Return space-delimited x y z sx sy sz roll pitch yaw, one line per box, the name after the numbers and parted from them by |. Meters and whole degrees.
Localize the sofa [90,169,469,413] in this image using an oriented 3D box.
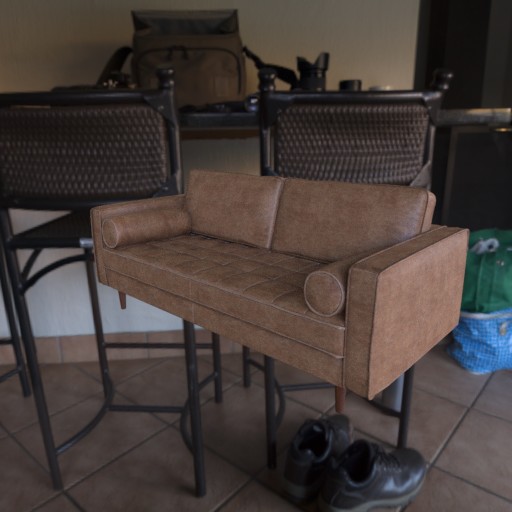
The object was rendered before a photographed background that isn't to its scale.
0.000 0.000 2.407 1.920 0.825 0.924 14 21 41 | sofa
